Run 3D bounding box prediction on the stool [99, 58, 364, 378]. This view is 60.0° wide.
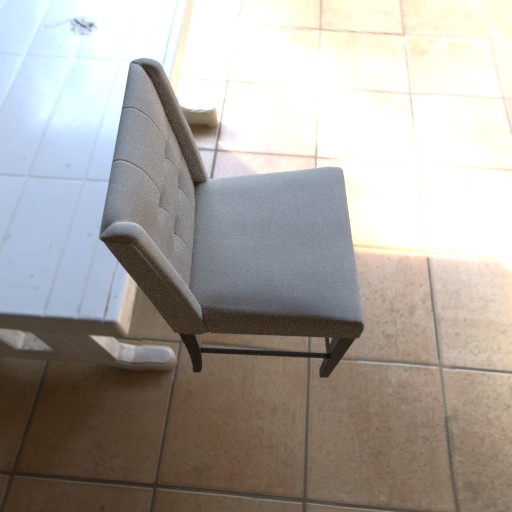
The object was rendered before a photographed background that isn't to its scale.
[{"bbox_3d":[0.000,0.000,1.206,0.509,0.939,0.474,-1,62,0],"label":"stool"}]
